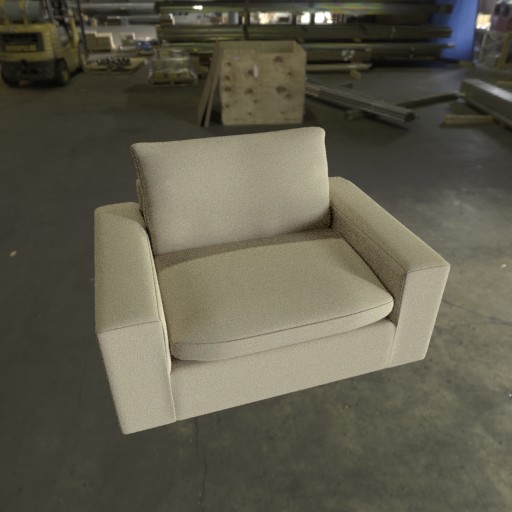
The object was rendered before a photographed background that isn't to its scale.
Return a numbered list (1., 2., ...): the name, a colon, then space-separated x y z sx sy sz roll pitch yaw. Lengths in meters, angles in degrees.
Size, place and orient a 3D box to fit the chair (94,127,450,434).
1. chair: 0.000 0.000 2.051 1.398 0.915 1.039 -9 33 -15
